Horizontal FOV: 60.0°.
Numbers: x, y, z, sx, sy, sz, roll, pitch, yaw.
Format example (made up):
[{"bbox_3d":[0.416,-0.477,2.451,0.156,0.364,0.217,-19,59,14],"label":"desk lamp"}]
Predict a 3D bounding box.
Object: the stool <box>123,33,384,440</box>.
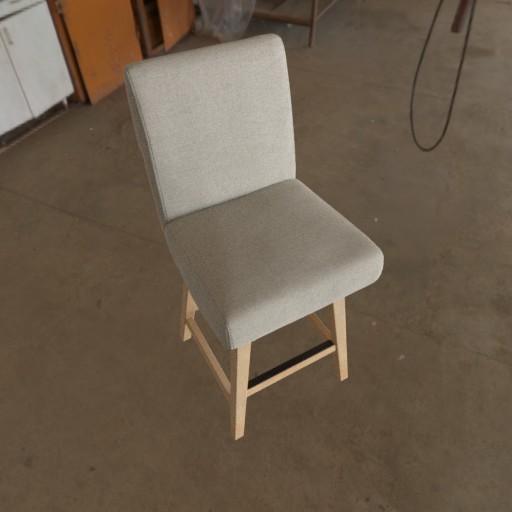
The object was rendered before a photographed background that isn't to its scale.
[{"bbox_3d":[0.000,0.000,1.387,0.507,1.085,0.606,-22,50,-20],"label":"stool"}]
